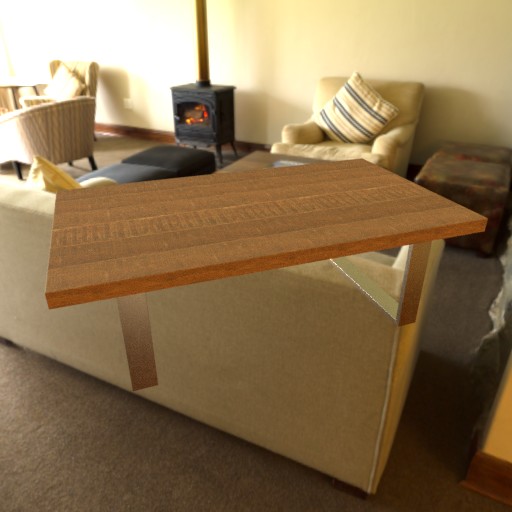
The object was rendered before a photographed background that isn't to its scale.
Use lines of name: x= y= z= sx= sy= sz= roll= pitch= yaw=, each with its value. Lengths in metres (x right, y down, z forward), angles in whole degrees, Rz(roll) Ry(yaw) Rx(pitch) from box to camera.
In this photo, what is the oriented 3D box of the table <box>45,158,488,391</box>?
table: x=0.000 y=0.000 z=1.742 sx=1.400 sy=0.440 sz=0.800 roll=-10 pitch=29 yaw=-17
